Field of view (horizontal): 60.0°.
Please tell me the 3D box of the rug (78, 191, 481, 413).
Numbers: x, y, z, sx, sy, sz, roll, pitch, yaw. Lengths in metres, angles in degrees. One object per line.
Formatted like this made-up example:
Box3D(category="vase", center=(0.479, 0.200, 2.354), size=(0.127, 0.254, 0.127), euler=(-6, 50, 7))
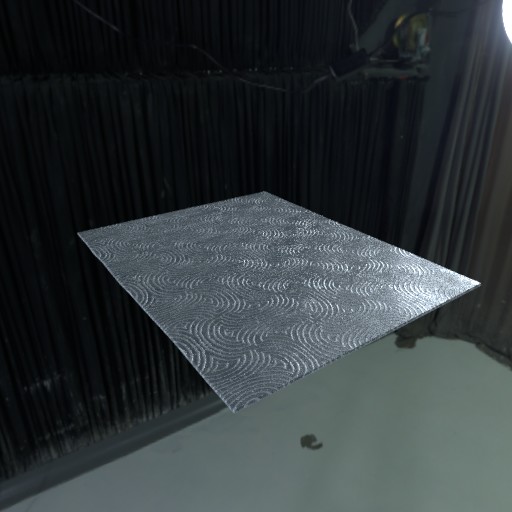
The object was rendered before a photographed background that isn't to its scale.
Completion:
Box3D(category="rug", center=(0.000, 0.000, 4.166), size=(2.456, 0.021, 3.042), euler=(-17, 31, -31))
